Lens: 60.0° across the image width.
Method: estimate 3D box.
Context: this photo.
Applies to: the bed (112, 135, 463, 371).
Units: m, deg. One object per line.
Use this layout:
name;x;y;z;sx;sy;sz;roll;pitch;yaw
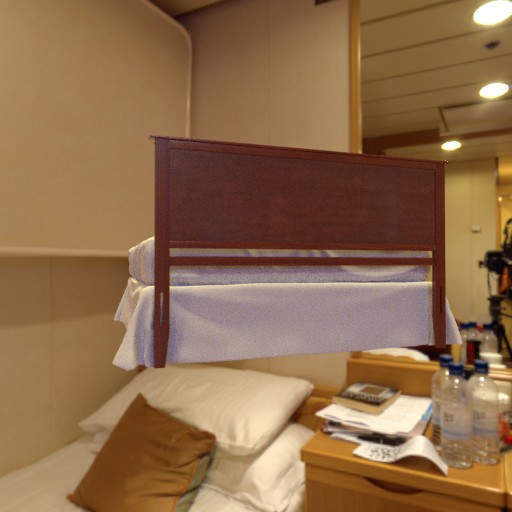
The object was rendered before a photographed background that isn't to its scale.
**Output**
bed;0.000;0.000;3.742;2.314;1.271;2.219;0;-1;-18
